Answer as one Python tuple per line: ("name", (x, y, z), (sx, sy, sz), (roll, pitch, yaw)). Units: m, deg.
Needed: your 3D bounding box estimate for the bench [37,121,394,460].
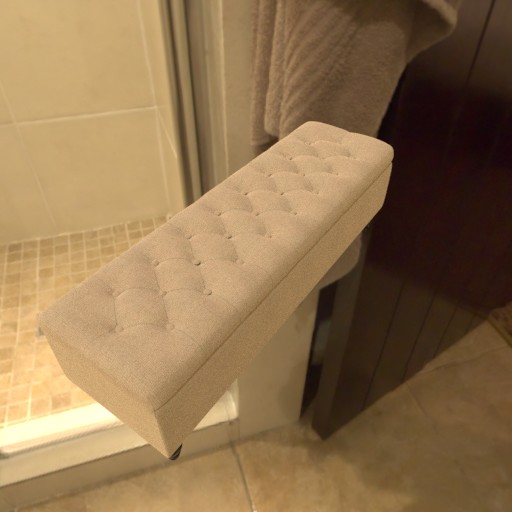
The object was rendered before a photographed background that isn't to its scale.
("bench", (0.000, 0.000, 1.689), (0.455, 0.467, 1.480), (25, 48, 25))
